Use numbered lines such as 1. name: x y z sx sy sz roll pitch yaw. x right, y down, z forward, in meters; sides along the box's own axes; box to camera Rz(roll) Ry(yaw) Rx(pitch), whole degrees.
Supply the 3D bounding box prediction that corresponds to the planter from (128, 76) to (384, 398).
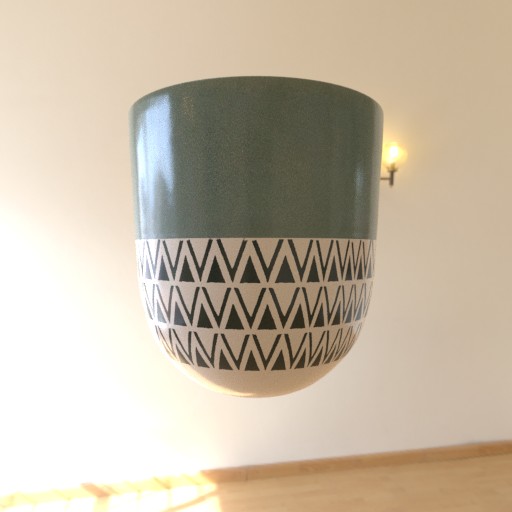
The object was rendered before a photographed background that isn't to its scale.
1. planter: 0.000 0.000 0.359 0.198 0.214 0.198 0 1 0
